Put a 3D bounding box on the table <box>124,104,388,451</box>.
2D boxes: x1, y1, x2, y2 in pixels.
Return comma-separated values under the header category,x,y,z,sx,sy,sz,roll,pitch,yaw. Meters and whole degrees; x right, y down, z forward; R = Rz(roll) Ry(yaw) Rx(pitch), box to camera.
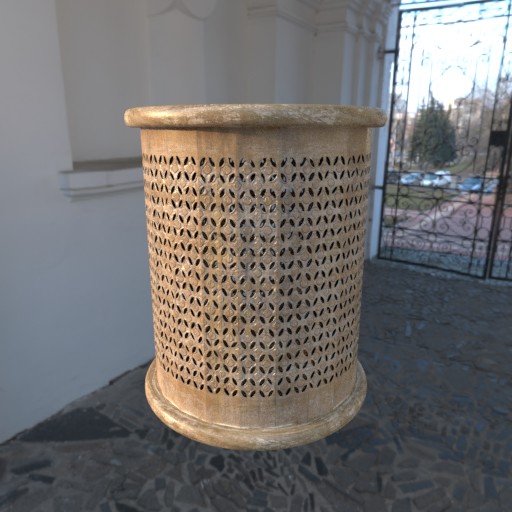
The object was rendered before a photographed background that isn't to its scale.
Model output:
category,x,y,z,sx,sy,sz,roll,pitch,yaw
table,0.000,0.000,0.774,0.407,0.482,0.407,0,16,0
